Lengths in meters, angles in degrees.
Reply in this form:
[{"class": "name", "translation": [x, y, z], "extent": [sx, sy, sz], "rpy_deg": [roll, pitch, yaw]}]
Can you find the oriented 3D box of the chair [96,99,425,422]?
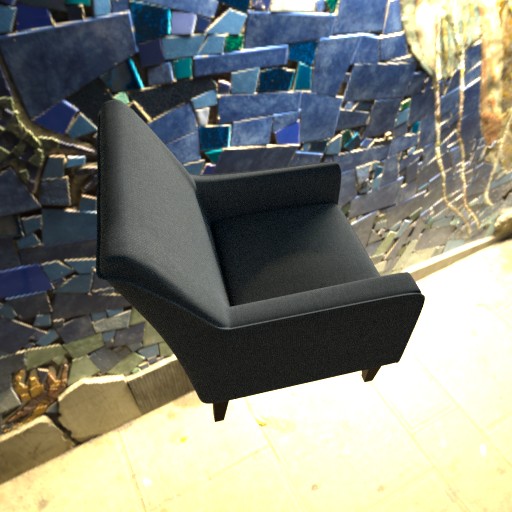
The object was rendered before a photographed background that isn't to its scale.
[{"class": "chair", "translation": [0.000, 0.000, 1.596], "extent": [0.899, 0.919, 0.780], "rpy_deg": [-10, 47, -9]}]
